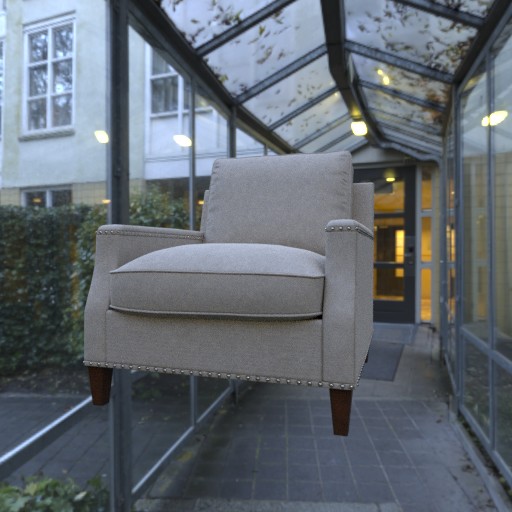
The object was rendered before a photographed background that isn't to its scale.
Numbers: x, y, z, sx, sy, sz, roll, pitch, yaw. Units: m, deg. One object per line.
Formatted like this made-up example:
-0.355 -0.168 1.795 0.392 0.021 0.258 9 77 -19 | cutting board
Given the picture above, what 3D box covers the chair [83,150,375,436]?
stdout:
0.000 0.000 1.722 0.853 0.943 1.014 0 1 18 | chair
